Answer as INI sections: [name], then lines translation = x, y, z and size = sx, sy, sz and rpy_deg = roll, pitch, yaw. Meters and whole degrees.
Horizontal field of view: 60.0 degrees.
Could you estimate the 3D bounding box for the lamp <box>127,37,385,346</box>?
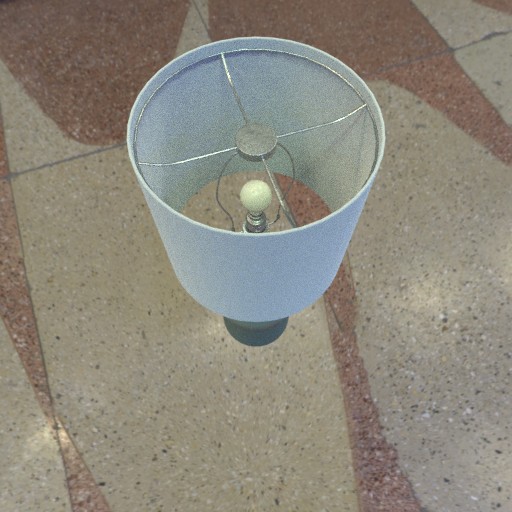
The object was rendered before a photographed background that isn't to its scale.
[lamp]
translation = 0.000, 0.000, 0.586
size = 0.212, 0.493, 0.212
rpy_deg = -17, 65, -8
